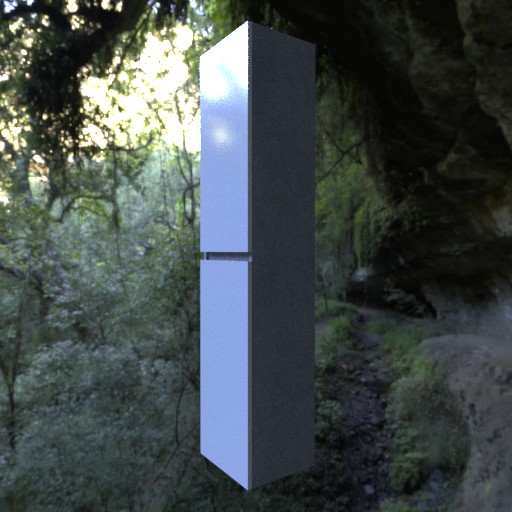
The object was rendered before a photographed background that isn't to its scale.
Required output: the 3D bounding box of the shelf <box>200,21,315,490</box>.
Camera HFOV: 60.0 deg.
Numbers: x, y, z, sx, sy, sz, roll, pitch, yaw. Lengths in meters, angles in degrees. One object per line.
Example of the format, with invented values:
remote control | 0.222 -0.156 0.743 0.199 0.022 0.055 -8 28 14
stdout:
shelf | 0.000 0.000 1.521 0.270 1.400 0.300 0 1 -35
